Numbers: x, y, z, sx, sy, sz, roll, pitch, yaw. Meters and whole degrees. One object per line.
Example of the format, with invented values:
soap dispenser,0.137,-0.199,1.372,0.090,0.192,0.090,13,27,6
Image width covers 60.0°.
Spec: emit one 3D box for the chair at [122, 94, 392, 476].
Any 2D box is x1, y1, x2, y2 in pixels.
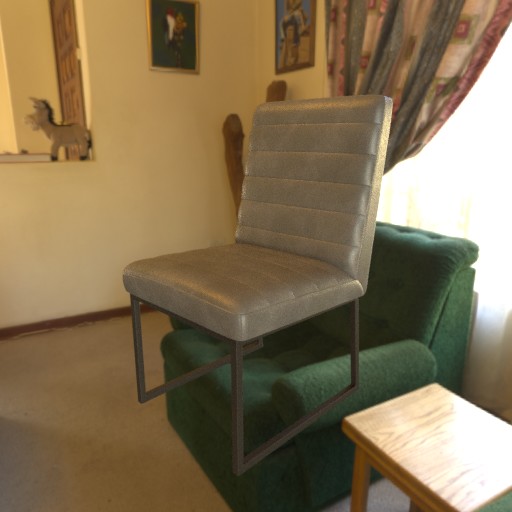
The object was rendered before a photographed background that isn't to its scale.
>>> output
chair,0.000,0.000,1.339,0.520,0.930,0.634,14,20,43
